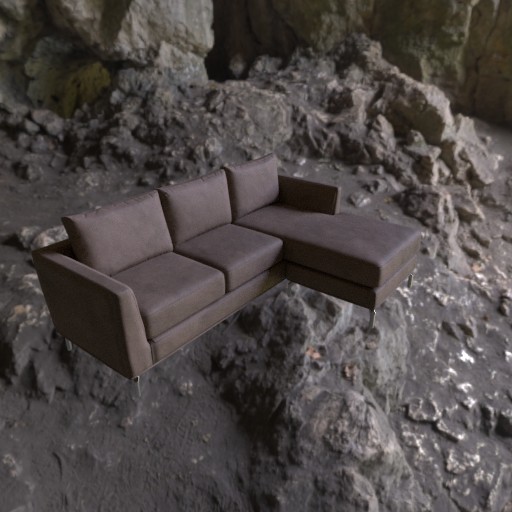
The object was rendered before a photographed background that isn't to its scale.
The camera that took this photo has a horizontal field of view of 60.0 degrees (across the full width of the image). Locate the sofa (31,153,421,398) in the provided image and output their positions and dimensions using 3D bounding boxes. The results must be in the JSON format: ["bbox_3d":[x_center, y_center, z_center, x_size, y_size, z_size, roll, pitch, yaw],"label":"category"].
[{"bbox_3d":[0.000,0.000,3.237,1.622,0.987,2.438,18,31,34],"label":"sofa"}]
